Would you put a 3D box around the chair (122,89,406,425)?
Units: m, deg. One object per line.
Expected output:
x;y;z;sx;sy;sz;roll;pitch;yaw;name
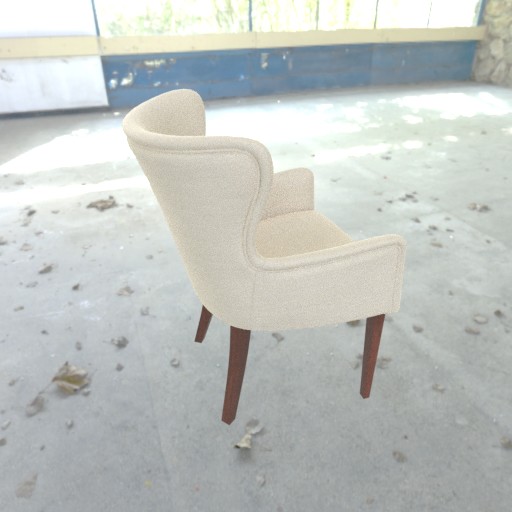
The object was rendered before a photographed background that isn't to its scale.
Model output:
0.000;0.000;1.499;0.744;0.990;0.696;-10;31;-17;chair
